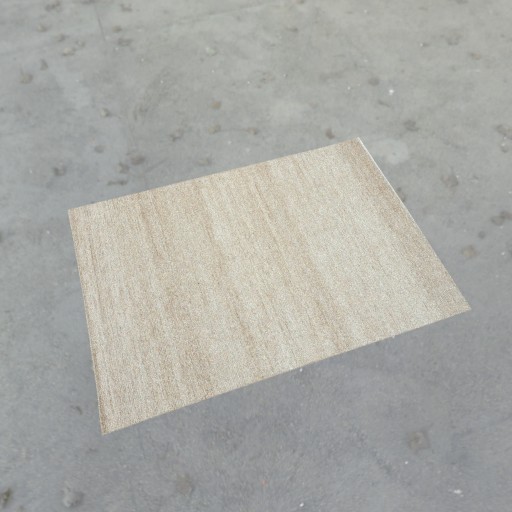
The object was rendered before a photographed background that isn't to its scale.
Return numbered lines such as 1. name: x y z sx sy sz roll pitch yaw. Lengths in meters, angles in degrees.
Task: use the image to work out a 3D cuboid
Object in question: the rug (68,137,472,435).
1. rug: 0.000 0.000 2.936 2.283 0.030 1.596 -16 59 -10
